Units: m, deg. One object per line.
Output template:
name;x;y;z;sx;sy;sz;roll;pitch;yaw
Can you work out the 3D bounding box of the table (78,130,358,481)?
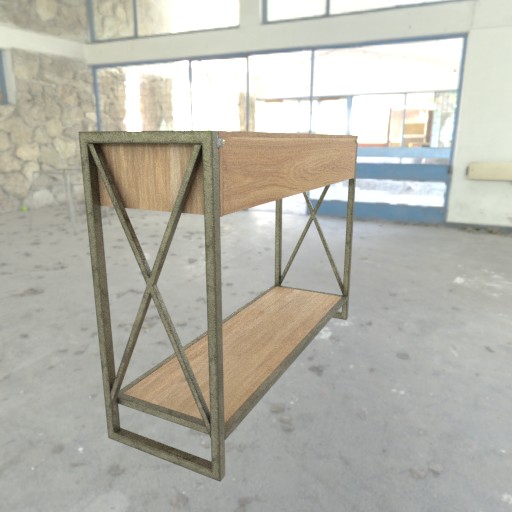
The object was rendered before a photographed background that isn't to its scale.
table;0.000;0.000;1.436;0.361;0.763;1.059;7;16;26
